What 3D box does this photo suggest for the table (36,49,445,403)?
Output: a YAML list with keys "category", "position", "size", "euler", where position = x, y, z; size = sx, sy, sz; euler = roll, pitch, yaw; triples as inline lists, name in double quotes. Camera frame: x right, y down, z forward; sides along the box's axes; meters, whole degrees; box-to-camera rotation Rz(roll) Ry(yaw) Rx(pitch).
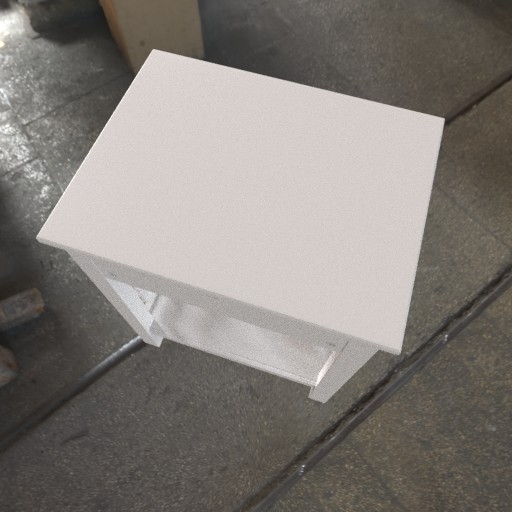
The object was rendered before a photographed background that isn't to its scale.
- category: "table"
  position: [0.000, 0.000, 1.023]
  size: [0.564, 0.646, 0.451]
  euler: [17, 65, 8]
